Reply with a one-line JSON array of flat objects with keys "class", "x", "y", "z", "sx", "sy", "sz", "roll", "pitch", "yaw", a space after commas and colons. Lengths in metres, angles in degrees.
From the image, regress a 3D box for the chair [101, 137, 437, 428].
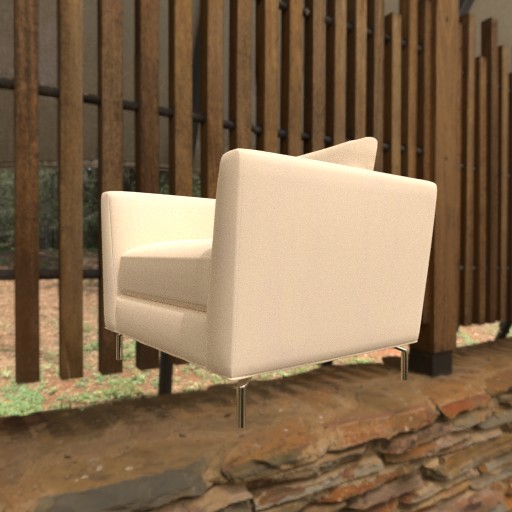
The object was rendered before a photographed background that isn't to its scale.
[{"class": "chair", "x": 0.000, "y": 0.000, "z": 1.718, "sx": 0.889, "sy": 0.865, "sz": 1.041, "roll": 0, "pitch": 1, "yaw": -37}]
